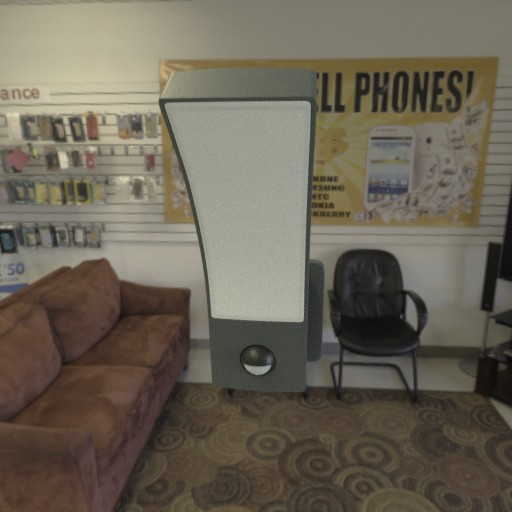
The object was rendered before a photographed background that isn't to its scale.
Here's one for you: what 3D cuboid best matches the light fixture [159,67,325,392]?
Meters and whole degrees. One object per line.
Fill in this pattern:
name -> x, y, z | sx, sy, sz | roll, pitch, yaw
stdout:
light fixture -> 0.000, 0.000, 0.333 | 0.108, 0.243, 0.174 | 2, 14, 7
